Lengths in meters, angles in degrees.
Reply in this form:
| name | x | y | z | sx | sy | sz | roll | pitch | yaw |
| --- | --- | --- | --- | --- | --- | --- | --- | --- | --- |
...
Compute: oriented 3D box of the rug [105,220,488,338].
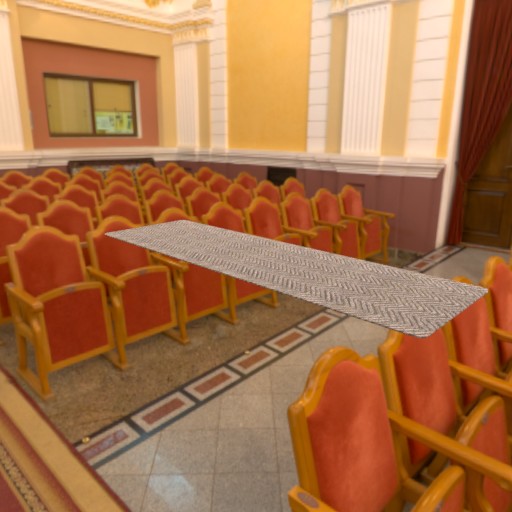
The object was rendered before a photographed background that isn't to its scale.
| name | x | y | z | sx | sy | sz | roll | pitch | yaw |
| --- | --- | --- | --- | --- | --- | --- | --- | --- | --- |
| rug | 0.000 | 0.000 | 2.531 | 2.286 | 0.008 | 0.686 | 15 | 22 | 42 |
